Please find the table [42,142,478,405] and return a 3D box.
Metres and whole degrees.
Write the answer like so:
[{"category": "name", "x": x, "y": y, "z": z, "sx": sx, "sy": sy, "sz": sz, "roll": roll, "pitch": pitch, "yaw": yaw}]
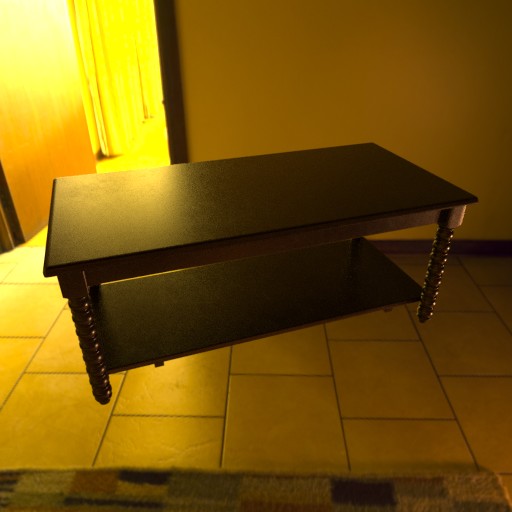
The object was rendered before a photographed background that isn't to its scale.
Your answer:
[{"category": "table", "x": 0.000, "y": 0.000, "z": 1.468, "sx": 1.171, "sy": 0.487, "sz": 0.580, "roll": -10, "pitch": 33, "yaw": -16}]
